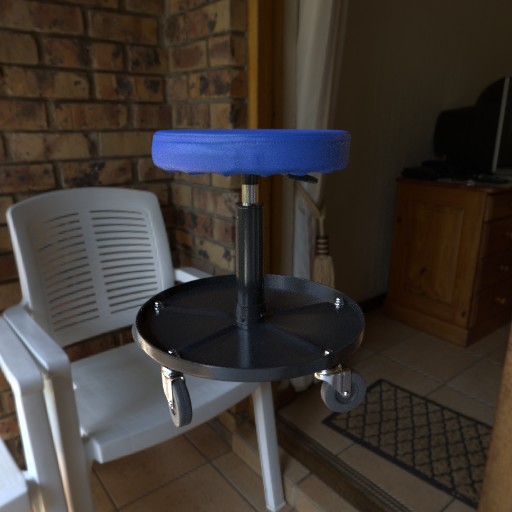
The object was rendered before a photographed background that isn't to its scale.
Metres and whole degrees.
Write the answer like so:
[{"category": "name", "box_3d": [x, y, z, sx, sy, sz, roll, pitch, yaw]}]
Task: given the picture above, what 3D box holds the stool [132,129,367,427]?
[{"category": "stool", "box_3d": [0.000, 0.000, 0.668, 0.382, 0.365, 0.381, -16, 23, -42]}]
